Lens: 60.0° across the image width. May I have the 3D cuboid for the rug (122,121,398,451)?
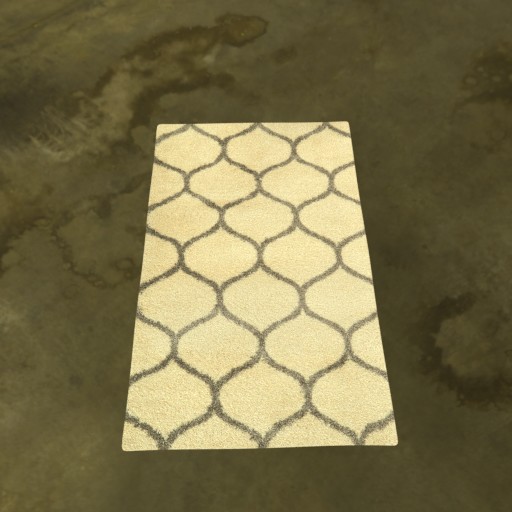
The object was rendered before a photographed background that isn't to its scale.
[{"bbox_3d":[0.000,0.000,2.943,1.501,0.024,2.348,-1,63,-1],"label":"rug"}]
